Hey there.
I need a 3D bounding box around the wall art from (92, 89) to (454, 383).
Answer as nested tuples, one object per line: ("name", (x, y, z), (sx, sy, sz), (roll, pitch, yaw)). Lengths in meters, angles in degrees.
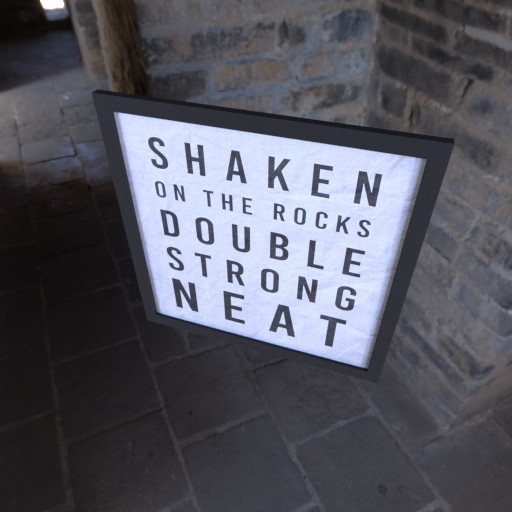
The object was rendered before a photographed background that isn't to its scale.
("wall art", (0.000, 0.000, 0.688), (0.456, 0.458, 0.013), (12, 43, 14))
